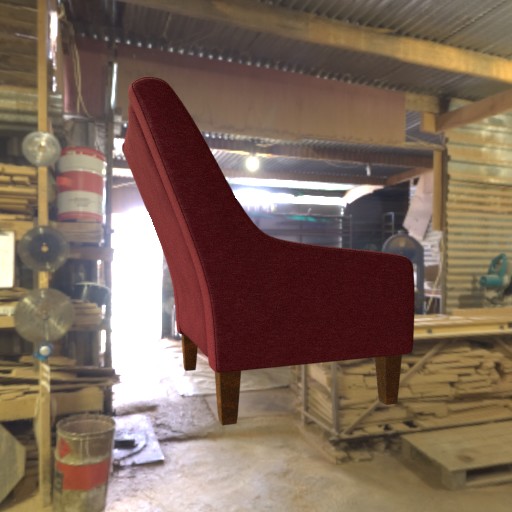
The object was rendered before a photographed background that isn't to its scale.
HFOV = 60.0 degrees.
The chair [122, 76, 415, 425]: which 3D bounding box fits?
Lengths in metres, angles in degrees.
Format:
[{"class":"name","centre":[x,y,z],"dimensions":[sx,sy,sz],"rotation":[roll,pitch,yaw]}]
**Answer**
[{"class":"chair","centre":[0.000,0.000,1.731],"dimensions":[0.985,1.017,0.793],"rotation":[0,0,-18]}]
